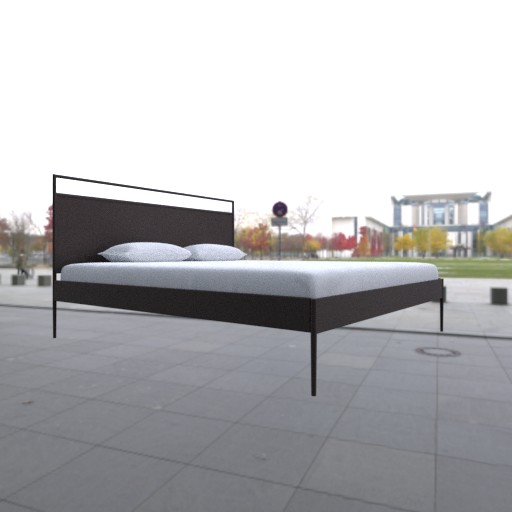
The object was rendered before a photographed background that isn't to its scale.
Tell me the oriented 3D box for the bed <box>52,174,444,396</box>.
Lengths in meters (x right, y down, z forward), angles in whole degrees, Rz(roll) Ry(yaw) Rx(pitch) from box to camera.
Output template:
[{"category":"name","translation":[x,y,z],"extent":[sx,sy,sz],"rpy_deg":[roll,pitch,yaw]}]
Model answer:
[{"category":"bed","translation":[0.000,0.000,3.305],"extent":[2.151,1.173,1.993],"rpy_deg":[0,0,37]}]
